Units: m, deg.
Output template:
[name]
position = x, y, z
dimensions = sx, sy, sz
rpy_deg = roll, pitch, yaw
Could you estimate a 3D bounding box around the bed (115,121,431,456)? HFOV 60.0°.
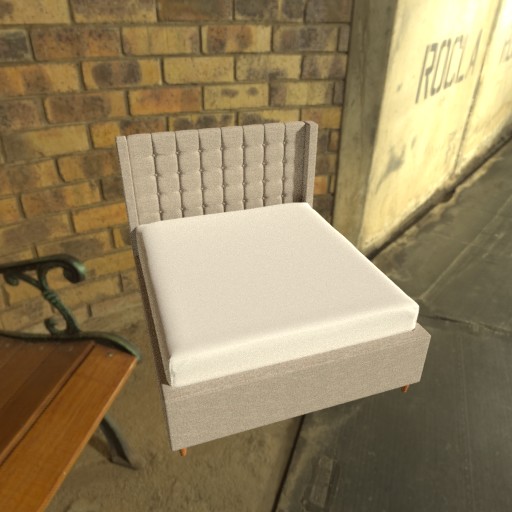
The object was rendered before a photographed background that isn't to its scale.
[bed]
position = 0.000, 0.000, 3.955
dimensions = 2.044, 1.748, 2.372
rpy_deg = -10, 31, -16
